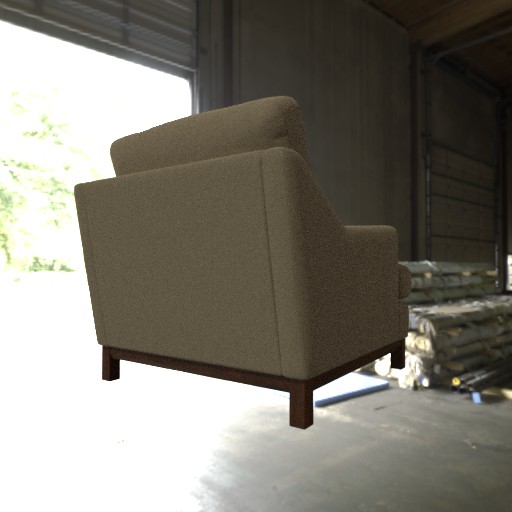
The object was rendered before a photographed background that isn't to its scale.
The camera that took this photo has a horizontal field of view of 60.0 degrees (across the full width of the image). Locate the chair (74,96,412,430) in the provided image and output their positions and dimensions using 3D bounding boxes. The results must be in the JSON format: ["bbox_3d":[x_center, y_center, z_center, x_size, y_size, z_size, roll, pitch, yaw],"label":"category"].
[{"bbox_3d":[0.000,0.000,1.703,0.912,0.916,1.001,-1,-1,35],"label":"chair"}]
